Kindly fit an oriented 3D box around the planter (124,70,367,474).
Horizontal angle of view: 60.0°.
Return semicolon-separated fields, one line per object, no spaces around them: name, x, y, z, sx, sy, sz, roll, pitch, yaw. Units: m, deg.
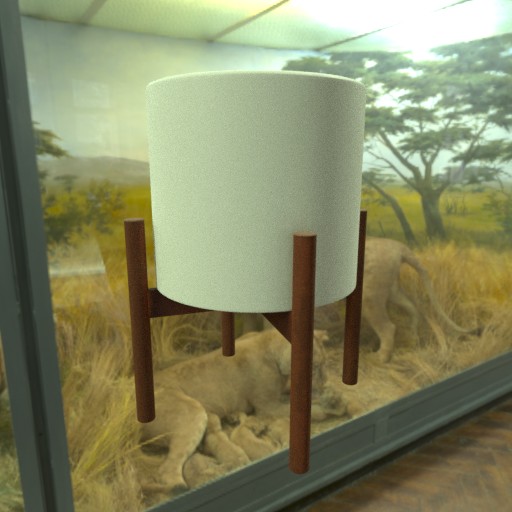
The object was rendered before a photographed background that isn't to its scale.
planter;0.000;0.000;0.502;0.224;0.358;0.224;6;15;26
